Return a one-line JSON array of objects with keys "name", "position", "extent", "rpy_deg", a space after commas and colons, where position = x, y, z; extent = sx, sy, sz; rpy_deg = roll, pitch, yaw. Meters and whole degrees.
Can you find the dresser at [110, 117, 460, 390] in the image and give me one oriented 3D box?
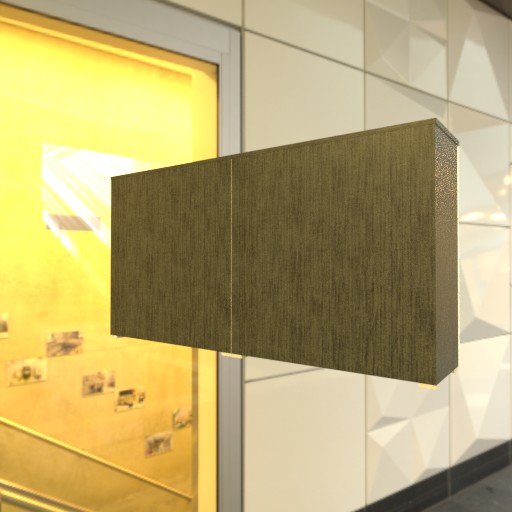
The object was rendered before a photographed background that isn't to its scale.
[{"name": "dresser", "position": [0.000, 0.000, 1.869], "extent": [1.535, 0.790, 0.333], "rpy_deg": [-1, -1, 36]}]
